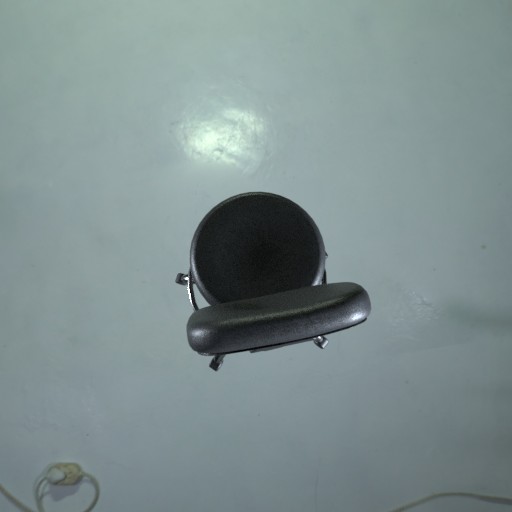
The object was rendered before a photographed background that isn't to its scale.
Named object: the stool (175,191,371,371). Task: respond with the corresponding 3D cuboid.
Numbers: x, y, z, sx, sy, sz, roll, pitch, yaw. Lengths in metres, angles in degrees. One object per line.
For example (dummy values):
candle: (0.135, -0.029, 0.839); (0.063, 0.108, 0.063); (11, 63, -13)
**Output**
stool: (0.000, 0.000, 1.471); (0.694, 1.069, 0.658); (-11, 75, -3)
